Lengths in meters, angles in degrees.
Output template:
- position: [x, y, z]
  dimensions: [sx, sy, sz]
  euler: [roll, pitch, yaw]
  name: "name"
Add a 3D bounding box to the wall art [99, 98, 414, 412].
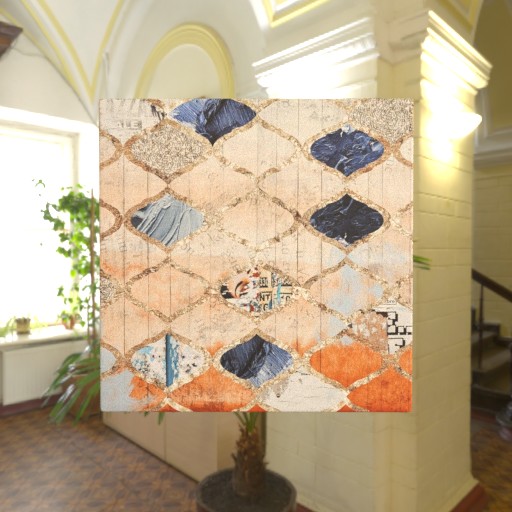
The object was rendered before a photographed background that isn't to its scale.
- position: [0.000, 0.000, 0.447]
  dimensions: [0.303, 0.304, 0.036]
  euler: [0, 1, 0]
  name: "wall art"
